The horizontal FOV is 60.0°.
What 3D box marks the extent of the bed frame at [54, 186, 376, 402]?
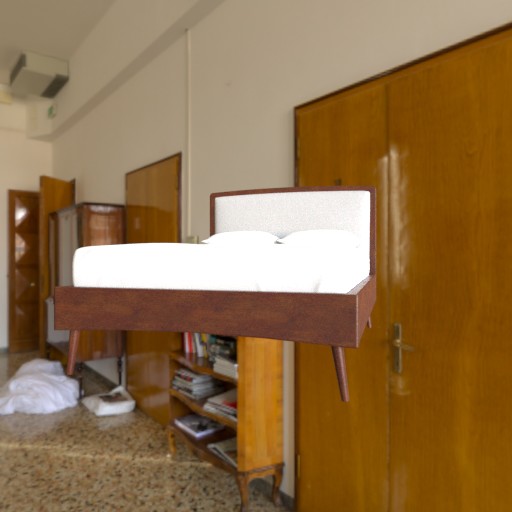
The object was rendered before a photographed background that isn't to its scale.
[{"bbox_3d":[0.000,0.000,3.172,1.587,1.279,2.171,0,0,17],"label":"bed frame"}]
